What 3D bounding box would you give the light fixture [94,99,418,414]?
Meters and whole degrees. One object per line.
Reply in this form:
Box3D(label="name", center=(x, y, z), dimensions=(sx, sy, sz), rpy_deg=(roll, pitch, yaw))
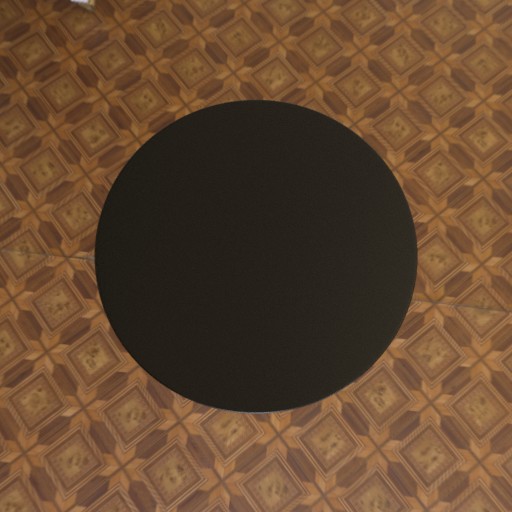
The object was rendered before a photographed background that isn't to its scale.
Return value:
Box3D(label="light fixture", center=(0.000, 0.000, 0.431), dimensions=(0.283, 0.097, 0.283), rpy_deg=(0, 77, 0))
